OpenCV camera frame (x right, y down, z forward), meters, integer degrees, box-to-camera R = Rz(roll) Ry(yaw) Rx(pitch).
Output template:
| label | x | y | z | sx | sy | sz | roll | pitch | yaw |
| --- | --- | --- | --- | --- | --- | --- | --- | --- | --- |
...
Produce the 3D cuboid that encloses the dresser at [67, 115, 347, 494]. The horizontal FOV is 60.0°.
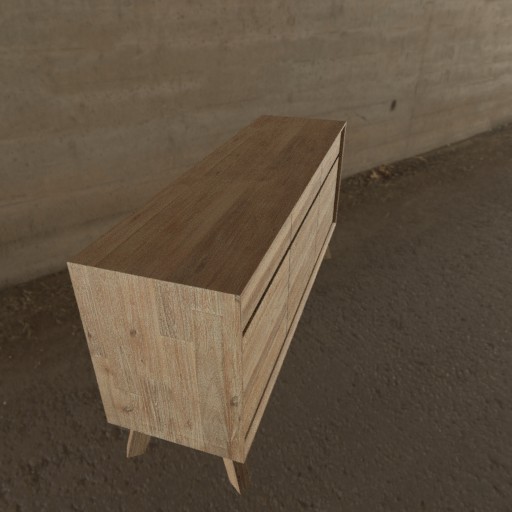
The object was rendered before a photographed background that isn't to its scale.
| label | x | y | z | sx | sy | sz | roll | pitch | yaw |
| --- | --- | --- | --- | --- | --- | --- | --- | --- | --- |
| dresser | 0.000 | 0.000 | 1.884 | 0.455 | 0.788 | 1.602 | 10 | 32 | 16 |
